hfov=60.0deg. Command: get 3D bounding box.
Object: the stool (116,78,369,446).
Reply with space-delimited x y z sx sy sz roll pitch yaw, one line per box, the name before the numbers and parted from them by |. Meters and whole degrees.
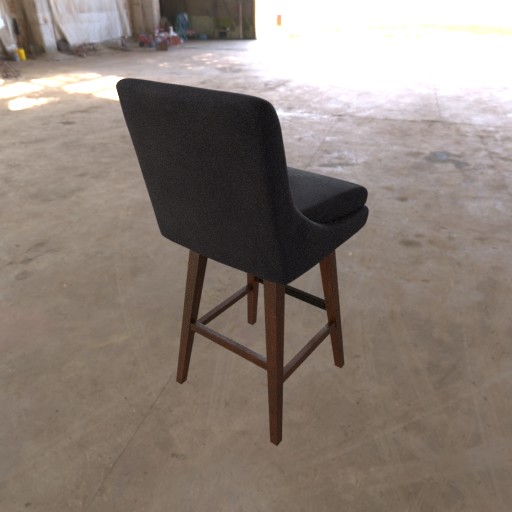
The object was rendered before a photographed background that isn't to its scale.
stool | 0.000 0.000 1.380 0.489 1.068 0.572 21 36 32
